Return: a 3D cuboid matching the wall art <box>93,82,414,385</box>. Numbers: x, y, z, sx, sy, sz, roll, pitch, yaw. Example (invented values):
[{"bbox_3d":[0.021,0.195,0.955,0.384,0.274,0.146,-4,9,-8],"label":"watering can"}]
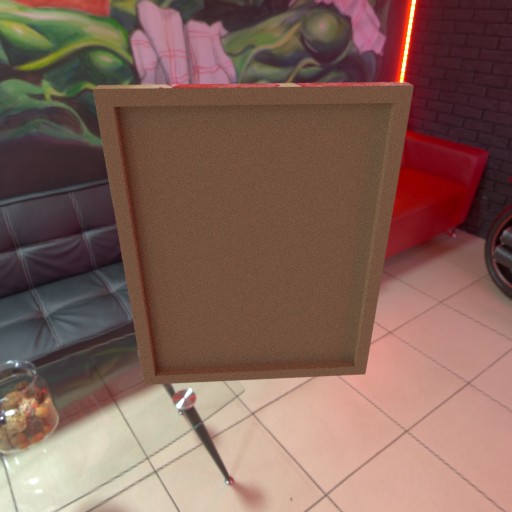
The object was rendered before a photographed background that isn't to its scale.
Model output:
[{"bbox_3d":[0.000,0.000,0.698,0.406,0.508,0.028,-2,30,-3],"label":"wall art"}]
